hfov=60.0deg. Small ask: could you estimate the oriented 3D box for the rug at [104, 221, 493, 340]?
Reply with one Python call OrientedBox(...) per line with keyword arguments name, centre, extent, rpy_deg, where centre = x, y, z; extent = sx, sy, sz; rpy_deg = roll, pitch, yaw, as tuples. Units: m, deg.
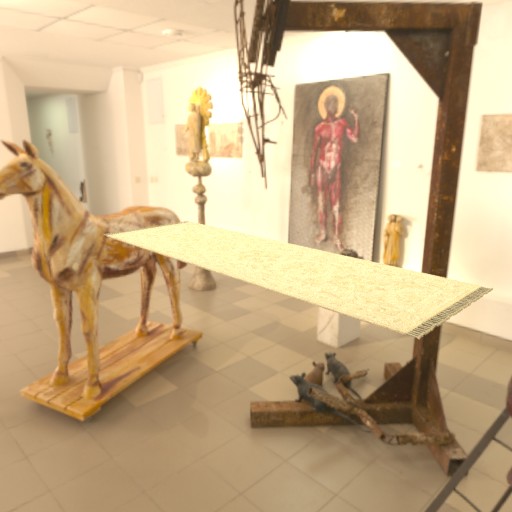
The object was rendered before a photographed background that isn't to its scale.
OrientedBox(name="rug", centre=(0.000, 0.000, 2.803), extent=(0.795, 0.015, 2.544), rpy_deg=(-14, 21, -43))
